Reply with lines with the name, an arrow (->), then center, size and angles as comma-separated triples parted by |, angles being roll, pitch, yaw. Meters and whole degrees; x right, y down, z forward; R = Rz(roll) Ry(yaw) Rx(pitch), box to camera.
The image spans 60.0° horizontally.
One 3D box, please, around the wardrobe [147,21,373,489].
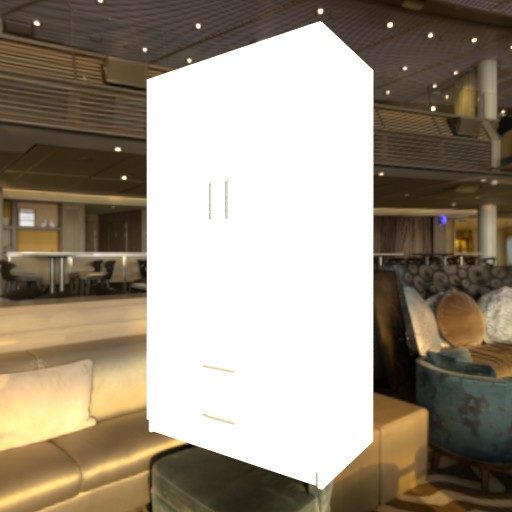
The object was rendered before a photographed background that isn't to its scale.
wardrobe -> 0.000, 0.000, 2.210 | 0.991, 1.808, 0.577 | 0, 0, 35
